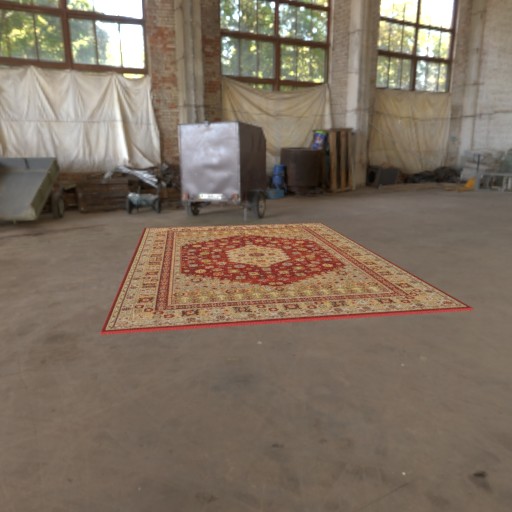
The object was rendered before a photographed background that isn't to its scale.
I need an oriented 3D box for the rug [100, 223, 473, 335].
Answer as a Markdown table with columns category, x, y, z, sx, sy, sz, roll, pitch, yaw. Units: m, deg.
| category | x | y | z | sx | sy | sz | roll | pitch | yaw |
| --- | --- | --- | --- | --- | --- | --- | --- | --- | --- |
| rug | 0.000 | 0.000 | 2.902 | 1.593 | 0.013 | 2.211 | -2 | 14 | -9 |
